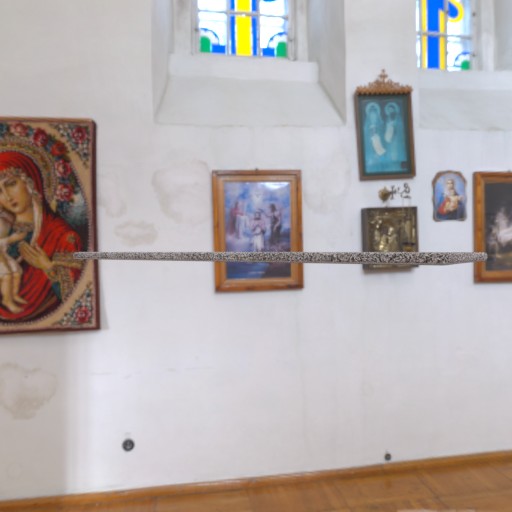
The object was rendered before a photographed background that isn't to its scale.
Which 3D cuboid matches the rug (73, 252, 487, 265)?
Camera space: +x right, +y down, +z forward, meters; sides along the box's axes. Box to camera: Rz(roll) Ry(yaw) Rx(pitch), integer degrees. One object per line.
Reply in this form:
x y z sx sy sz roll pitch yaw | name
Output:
0.000 0.000 1.717 1.524 0.030 0.609 0 1 36 | rug
